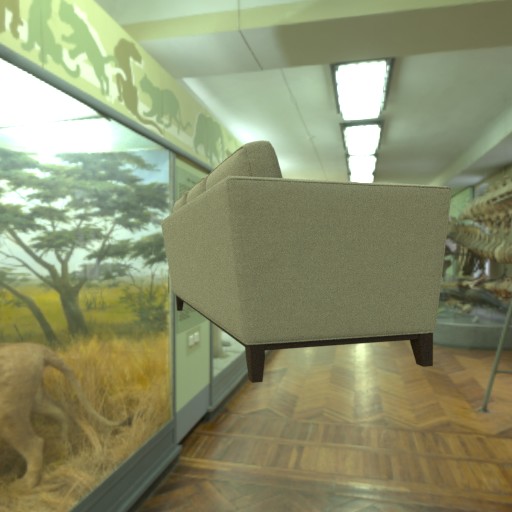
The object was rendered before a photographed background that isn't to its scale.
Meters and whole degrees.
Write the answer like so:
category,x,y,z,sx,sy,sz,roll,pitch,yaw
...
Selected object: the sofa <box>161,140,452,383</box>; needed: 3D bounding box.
category,x,y,z,sx,sy,sz,roll,pitch,yaw
sofa,0.000,0.000,2.826,0.965,0.940,2.388,0,1,-18
